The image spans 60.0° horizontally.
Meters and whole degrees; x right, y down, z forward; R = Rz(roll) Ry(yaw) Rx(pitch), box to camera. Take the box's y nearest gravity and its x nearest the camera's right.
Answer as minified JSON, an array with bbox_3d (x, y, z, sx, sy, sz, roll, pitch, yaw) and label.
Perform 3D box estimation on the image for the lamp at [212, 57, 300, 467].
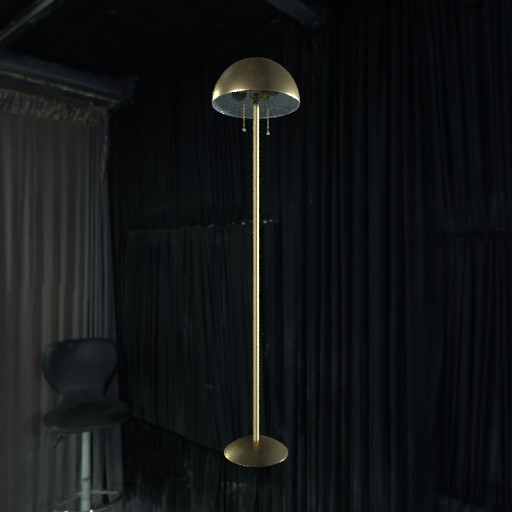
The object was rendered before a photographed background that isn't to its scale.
[{"bbox_3d":[0.000,0.000,1.672,0.328,1.480,0.328,0,1,35],"label":"lamp"}]
